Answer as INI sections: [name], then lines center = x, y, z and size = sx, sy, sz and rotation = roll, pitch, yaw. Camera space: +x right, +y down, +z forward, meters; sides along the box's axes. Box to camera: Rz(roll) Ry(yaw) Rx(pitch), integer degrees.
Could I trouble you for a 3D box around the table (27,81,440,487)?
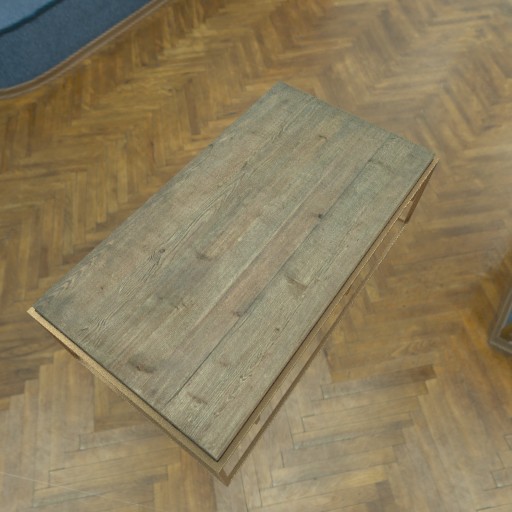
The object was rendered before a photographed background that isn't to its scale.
[table]
center = 0.000, 0.000, 1.735
size = 0.775, 0.468, 1.387
rotation = 32, 63, 18
